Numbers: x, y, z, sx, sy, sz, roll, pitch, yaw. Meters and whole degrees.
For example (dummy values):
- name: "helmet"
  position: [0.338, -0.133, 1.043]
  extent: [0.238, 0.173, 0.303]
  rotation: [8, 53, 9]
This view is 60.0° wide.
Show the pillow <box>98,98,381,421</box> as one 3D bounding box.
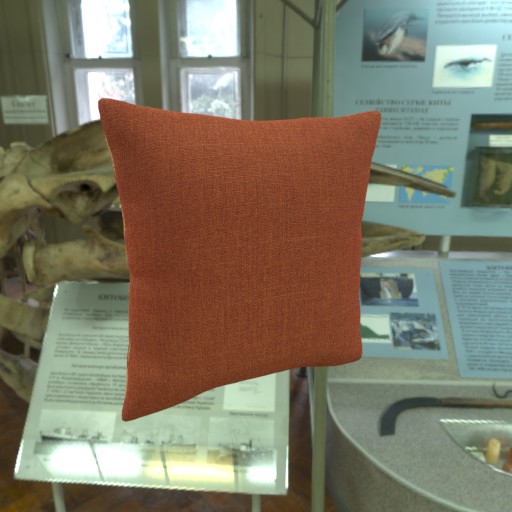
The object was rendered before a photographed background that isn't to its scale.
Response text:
- name: "pillow"
  position: [0.000, 0.000, 0.668]
  extent: [0.429, 0.434, 0.159]
  rotation: [-8, 17, -26]
